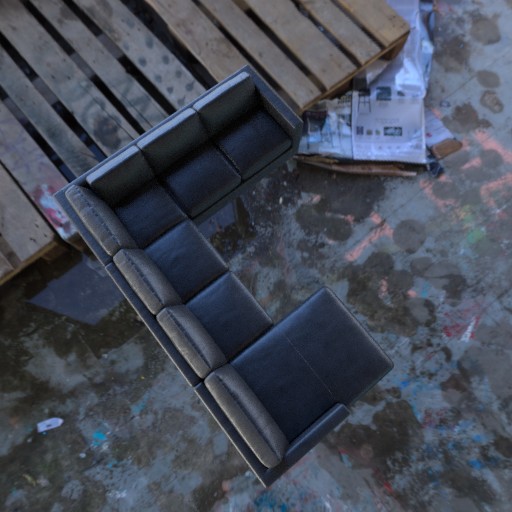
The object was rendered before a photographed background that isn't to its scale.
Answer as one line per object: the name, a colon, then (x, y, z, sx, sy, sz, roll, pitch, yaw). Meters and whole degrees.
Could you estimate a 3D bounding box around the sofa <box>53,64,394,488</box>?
sofa: (0.000, 0.000, 4.447, 2.452, 0.891, 3.324, -38, 77, -10)
